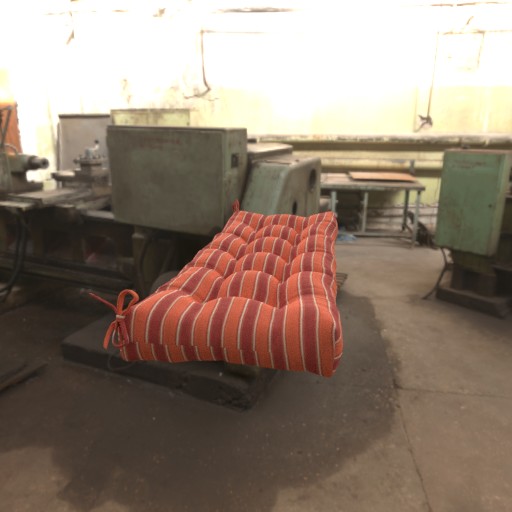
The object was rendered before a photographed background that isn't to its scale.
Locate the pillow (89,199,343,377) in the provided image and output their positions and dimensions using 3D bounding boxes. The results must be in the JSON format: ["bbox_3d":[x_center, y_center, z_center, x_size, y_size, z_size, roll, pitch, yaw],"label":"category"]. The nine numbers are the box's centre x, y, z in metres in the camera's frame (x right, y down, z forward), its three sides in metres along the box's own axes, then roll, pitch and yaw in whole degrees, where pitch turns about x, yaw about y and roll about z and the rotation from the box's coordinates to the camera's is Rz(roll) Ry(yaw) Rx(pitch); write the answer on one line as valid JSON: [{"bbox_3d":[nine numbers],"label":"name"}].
[{"bbox_3d":[0.000,0.000,1.377,0.511,0.174,1.194,3,17,9],"label":"pillow"}]
